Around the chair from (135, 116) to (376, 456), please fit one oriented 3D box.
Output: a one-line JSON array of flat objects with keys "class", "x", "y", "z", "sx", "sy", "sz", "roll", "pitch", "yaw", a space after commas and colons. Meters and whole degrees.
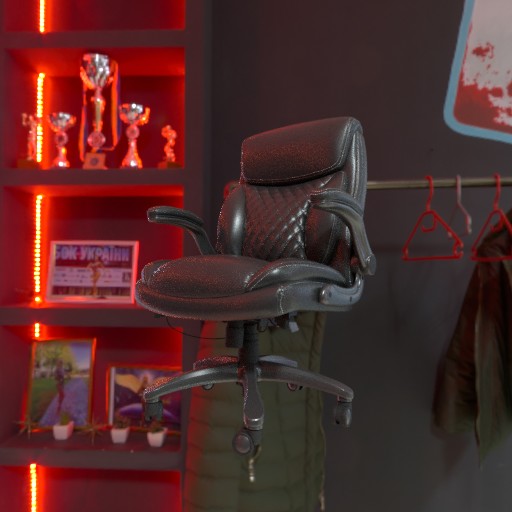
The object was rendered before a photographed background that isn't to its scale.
[{"class": "chair", "x": 0.000, "y": 0.000, "z": 1.610, "sx": 0.782, "sy": 1.110, "sz": 0.724, "roll": -1, "pitch": -1, "yaw": 36}]
